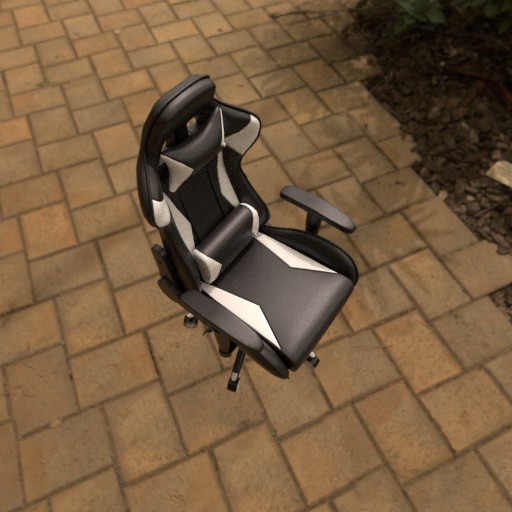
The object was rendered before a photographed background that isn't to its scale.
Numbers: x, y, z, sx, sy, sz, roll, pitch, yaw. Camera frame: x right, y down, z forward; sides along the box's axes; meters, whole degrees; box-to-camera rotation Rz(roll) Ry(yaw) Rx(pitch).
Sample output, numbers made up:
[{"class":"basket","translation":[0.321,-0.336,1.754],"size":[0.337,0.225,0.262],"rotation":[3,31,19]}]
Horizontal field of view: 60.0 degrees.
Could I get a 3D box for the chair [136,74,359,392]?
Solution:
[{"class":"chair","translation":[0.000,0.000,1.719],"size":[0.695,1.285,0.730],"rotation":[32,62,19]}]
